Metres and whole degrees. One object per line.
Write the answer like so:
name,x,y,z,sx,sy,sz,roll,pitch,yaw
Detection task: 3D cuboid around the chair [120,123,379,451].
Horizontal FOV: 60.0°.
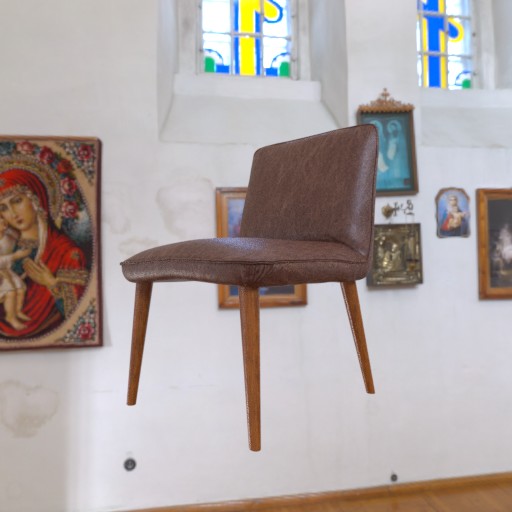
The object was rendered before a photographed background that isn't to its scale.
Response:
chair,0.000,0.000,1.253,0.543,0.803,0.645,-1,-2,36
